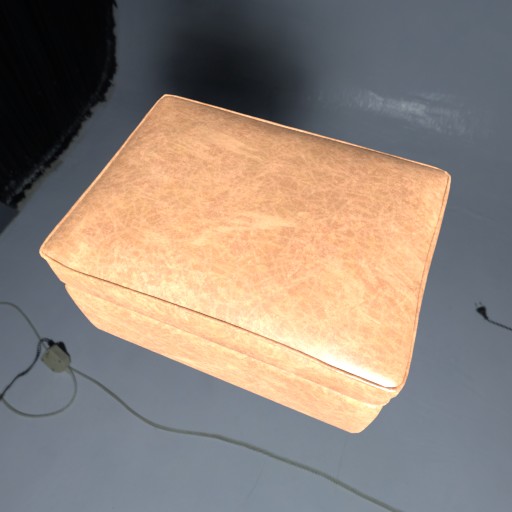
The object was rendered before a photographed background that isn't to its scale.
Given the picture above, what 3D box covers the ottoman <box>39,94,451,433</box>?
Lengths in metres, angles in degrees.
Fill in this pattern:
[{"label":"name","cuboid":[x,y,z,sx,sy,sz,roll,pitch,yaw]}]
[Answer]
[{"label":"ottoman","cuboid":[0.000,0.000,1.093,0.756,0.468,0.554,19,59,12]}]
